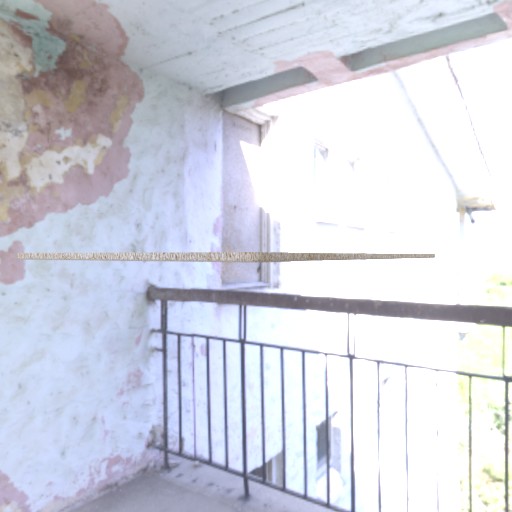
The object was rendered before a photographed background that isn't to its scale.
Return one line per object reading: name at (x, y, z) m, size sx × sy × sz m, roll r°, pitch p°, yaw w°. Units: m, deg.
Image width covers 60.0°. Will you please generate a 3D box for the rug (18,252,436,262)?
rug at (0.000, 0.000, 2.053) m, size 1.199 × 0.025 × 1.600 m, roll 0°, pitch 0°, yaw 37°
